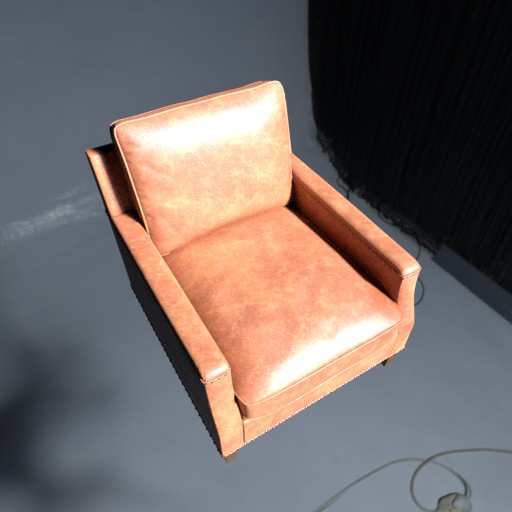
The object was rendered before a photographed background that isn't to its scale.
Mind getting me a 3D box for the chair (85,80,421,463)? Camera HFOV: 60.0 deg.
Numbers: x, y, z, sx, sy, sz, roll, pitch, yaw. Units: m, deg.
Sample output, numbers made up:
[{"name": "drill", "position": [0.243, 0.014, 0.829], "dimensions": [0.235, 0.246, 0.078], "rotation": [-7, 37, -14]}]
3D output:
[{"name": "chair", "position": [0.000, 0.000, 1.692], "dimensions": [0.853, 0.943, 1.014], "rotation": [-24, 51, -21]}]
